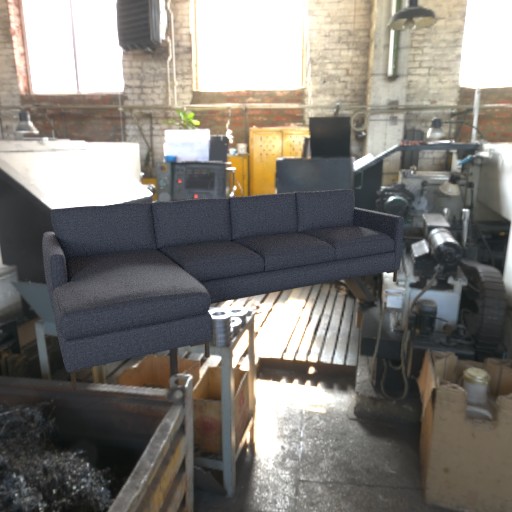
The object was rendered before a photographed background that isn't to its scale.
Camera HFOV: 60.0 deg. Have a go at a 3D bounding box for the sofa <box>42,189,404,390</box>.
[{"bbox_3d":[0.000,0.000,2.854,2.445,0.673,1.125,-8,17,-27],"label":"sofa"}]
